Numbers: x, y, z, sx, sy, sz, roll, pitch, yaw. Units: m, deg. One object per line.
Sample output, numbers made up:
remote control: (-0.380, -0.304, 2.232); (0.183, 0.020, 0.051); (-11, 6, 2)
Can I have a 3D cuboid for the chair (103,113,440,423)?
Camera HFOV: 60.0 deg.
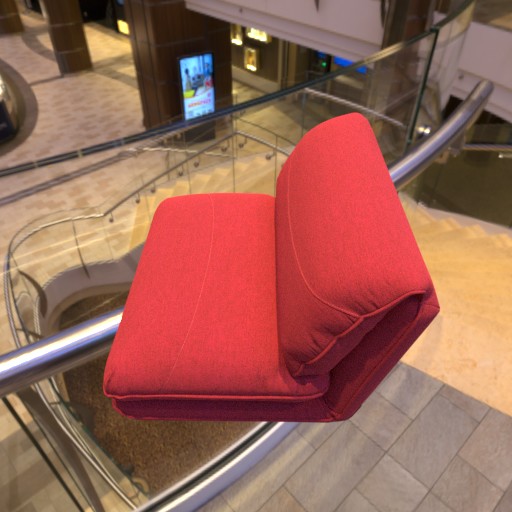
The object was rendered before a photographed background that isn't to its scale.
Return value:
chair: (0.000, 0.000, 1.318); (0.780, 0.580, 0.820); (1, 42, 1)
